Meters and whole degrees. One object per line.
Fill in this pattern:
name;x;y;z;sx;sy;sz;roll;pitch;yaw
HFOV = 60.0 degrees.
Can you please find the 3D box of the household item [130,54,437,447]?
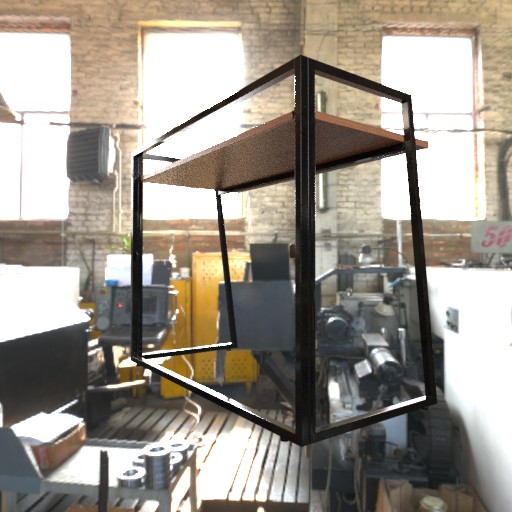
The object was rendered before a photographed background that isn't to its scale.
household item;0.000;0.000;1.532;0.510;0.860;1.050;1;-1;-36
